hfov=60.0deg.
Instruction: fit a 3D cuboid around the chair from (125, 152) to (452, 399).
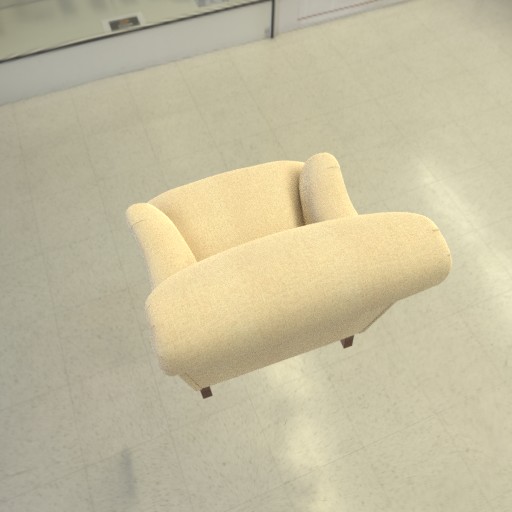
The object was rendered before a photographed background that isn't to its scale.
[{"bbox_3d":[0.000,0.000,1.538,0.766,0.944,0.842,-17,62,-10],"label":"chair"}]
